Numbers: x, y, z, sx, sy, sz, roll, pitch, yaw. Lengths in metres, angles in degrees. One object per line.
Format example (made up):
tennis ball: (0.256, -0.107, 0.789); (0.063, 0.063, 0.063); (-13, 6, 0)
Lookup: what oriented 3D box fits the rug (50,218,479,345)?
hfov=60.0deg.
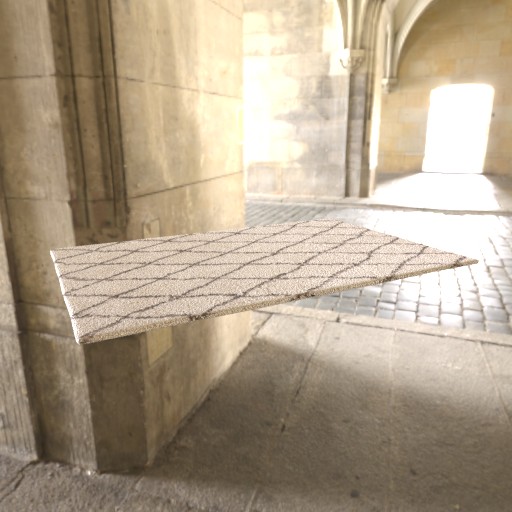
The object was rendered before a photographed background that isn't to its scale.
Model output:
rug: (0.000, 0.000, 3.356); (2.743, 0.030, 1.778); (-8, 18, -27)
